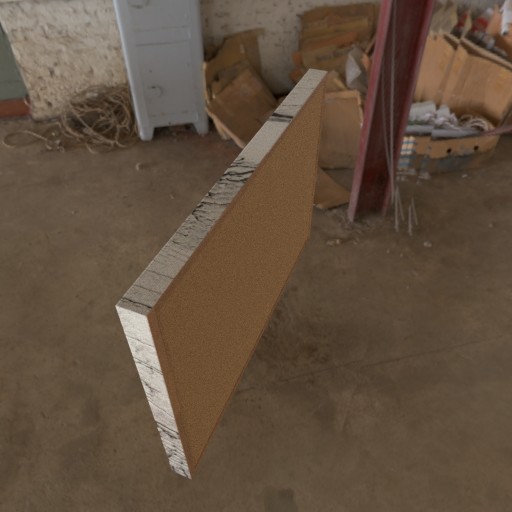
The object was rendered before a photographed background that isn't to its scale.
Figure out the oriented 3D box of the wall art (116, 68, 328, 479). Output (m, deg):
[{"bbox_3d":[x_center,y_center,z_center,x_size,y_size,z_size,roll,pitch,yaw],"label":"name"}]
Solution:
[{"bbox_3d":[0.000,0.000,0.756,0.035,0.407,0.613,16,46,16],"label":"wall art"}]
